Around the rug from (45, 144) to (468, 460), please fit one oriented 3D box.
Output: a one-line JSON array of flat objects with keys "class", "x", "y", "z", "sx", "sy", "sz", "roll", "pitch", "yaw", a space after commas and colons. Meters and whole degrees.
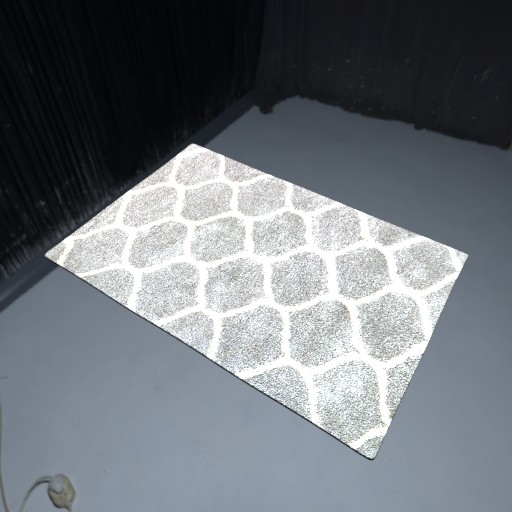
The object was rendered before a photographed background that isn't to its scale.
[{"class": "rug", "x": 0.000, "y": 0.000, "z": 3.377, "sx": 2.701, "sy": 0.026, "sz": 1.801, "roll": 26, "pitch": 53, "yaw": 22}]
